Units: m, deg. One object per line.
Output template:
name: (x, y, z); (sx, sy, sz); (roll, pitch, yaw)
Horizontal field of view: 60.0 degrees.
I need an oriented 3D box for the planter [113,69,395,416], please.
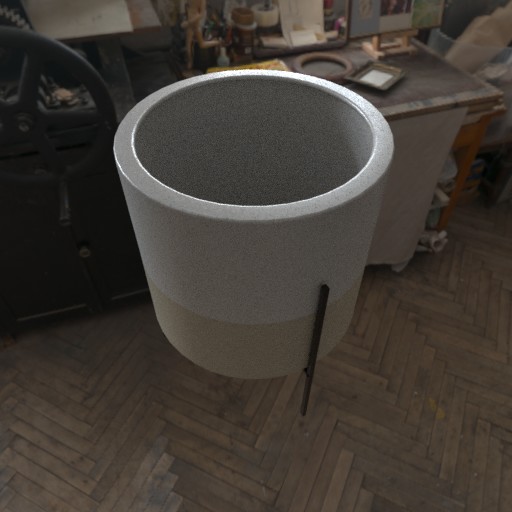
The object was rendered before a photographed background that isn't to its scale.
planter: (0.000, 0.000, 0.748); (0.359, 0.484, 0.368); (24, 51, 21)
